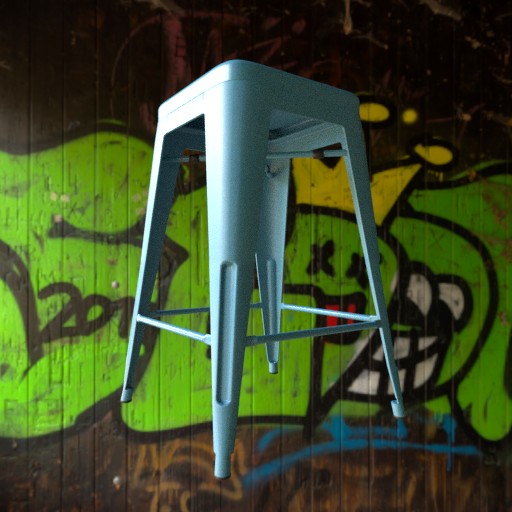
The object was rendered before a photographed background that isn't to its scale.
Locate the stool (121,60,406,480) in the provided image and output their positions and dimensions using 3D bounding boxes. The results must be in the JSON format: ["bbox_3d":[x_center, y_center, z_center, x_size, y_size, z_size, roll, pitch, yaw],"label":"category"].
[{"bbox_3d":[0.000,0.000,0.876,0.410,0.608,0.410,0,0,-35],"label":"stool"}]
